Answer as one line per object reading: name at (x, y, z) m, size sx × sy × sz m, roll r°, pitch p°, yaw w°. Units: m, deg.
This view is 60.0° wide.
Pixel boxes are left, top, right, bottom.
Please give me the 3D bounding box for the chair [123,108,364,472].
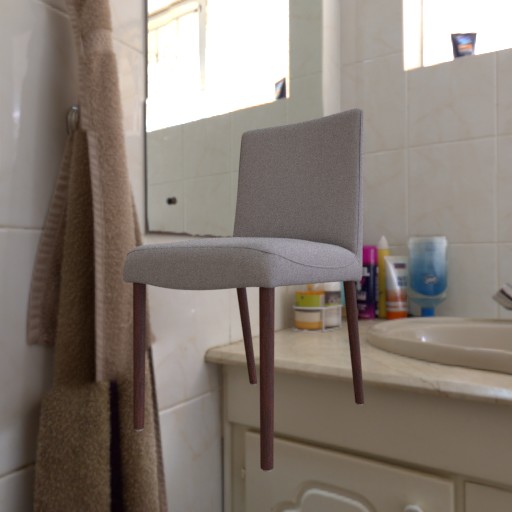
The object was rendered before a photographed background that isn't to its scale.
chair at (0.000, 0.000, 1.184) m, size 0.456 × 0.859 × 0.570 m, roll -1°, pitch -1°, yaw 34°
